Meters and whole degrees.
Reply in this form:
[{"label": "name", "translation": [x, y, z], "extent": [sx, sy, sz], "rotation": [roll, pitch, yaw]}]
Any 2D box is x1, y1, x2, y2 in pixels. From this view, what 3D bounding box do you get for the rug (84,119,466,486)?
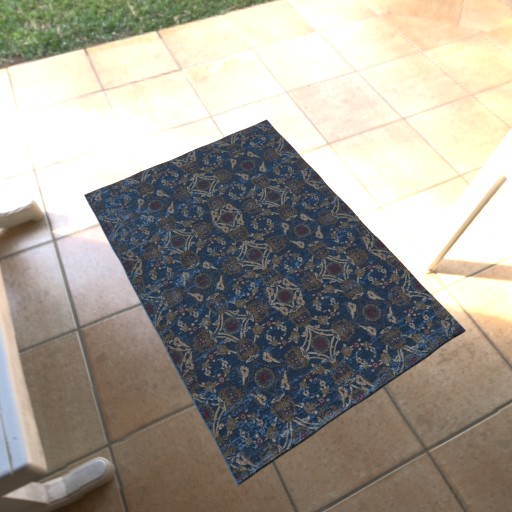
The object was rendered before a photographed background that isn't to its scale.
[{"label": "rug", "translation": [0.000, 0.000, 2.913], "extent": [1.567, 0.014, 2.207], "rotation": [-27, 61, -17]}]
